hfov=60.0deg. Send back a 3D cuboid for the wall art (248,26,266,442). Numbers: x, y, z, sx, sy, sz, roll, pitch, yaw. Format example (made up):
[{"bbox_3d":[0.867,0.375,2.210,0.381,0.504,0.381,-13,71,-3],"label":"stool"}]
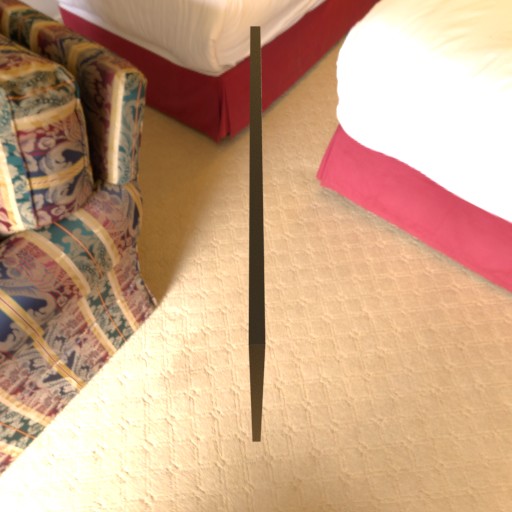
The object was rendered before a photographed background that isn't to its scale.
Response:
[{"bbox_3d":[0.000,0.000,0.662,0.014,0.445,0.446,0,58,0],"label":"wall art"}]
